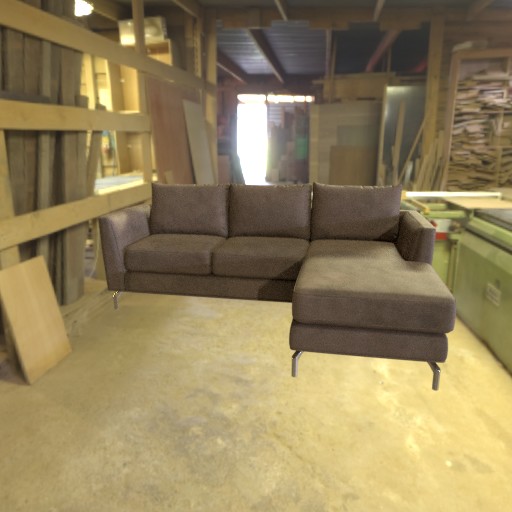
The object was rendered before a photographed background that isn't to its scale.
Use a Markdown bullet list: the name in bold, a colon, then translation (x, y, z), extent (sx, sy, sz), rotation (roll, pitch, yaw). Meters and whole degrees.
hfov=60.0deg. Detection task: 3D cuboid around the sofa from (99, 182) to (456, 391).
- **sofa**: translation (0.000, 0.000, 3.226), extent (2.438, 0.987, 1.622), rotation (3, 14, 10)
